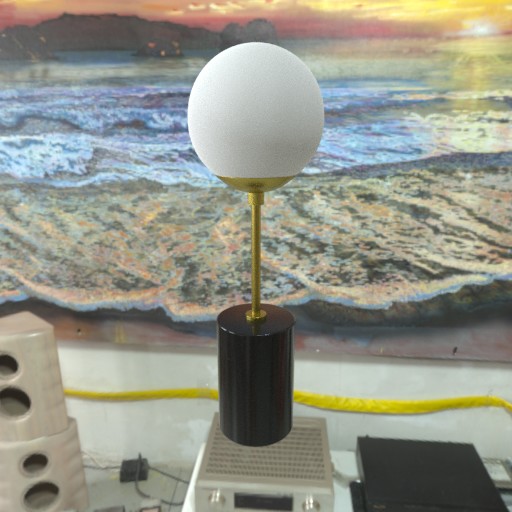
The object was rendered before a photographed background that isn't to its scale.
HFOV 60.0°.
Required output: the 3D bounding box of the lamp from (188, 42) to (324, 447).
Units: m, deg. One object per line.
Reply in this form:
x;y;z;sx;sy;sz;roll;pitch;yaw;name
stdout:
0.000;0.000;0.548;0.153;0.480;0.153;0;16;0;lamp
